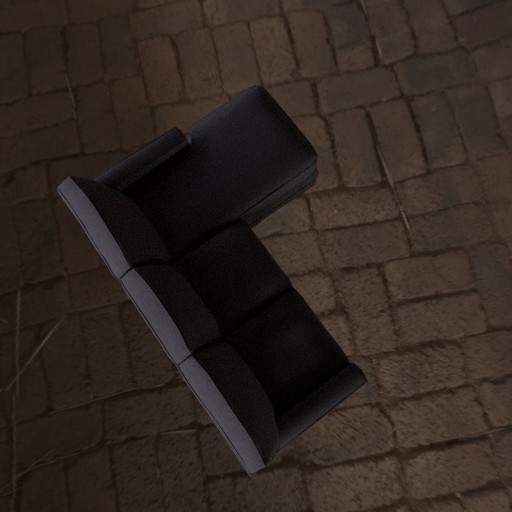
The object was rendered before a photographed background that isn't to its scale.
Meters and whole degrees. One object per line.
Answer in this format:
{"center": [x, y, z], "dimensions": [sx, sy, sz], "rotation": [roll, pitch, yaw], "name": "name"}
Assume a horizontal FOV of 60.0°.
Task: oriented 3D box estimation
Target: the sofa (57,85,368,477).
{"center": [0.000, 0.000, 3.329], "dimensions": [1.790, 0.973, 2.370], "rotation": [-35, 79, -8], "name": "sofa"}
